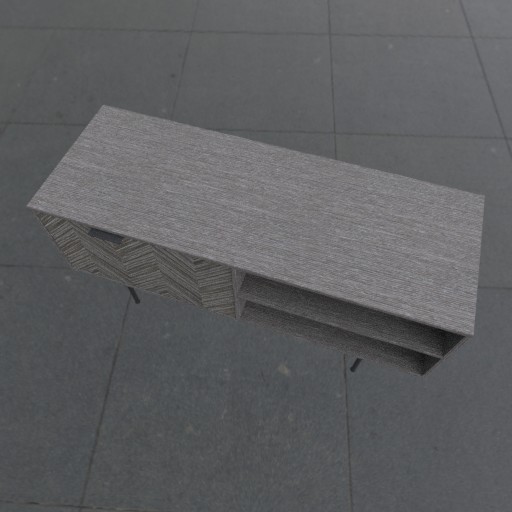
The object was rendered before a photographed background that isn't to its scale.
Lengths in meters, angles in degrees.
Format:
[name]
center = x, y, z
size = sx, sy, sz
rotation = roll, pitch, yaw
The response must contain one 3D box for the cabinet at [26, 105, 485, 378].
[cabinet]
center = 0.000, 0.000, 1.586
size = 1.300, 0.599, 0.500
rotation = 16, 60, 9
